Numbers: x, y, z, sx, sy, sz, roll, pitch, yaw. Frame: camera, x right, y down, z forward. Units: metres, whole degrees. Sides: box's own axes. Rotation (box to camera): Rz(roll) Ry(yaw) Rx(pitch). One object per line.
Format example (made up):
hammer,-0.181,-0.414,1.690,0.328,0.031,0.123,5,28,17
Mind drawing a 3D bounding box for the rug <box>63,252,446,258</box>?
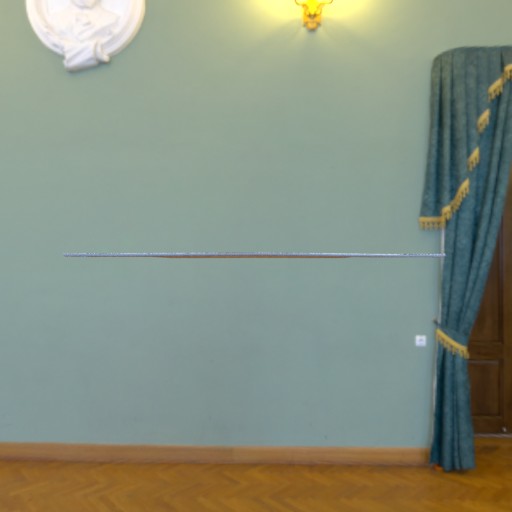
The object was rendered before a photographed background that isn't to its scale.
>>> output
rug,0.000,0.000,2.237,1.162,0.022,1.804,0,0,0
